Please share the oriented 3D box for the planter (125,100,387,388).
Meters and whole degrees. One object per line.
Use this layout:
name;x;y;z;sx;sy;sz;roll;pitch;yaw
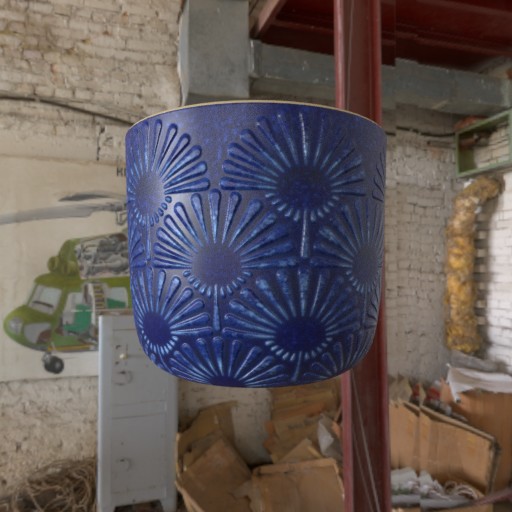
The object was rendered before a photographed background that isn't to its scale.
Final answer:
planter;0.000;0.000;0.217;0.124;0.109;0.124;0;-1;0
